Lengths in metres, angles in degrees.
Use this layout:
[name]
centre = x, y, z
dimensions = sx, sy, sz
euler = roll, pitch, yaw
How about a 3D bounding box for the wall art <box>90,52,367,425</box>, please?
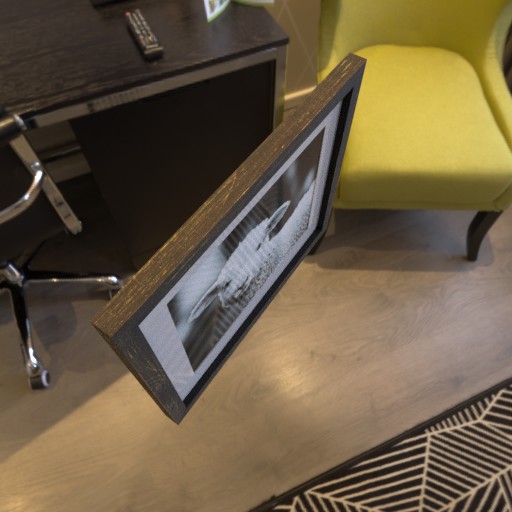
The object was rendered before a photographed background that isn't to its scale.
[wall art]
centre = 0.000, 0.000, 0.771
dimensions = 0.032, 0.457, 0.558
euler = 31, 63, 17
